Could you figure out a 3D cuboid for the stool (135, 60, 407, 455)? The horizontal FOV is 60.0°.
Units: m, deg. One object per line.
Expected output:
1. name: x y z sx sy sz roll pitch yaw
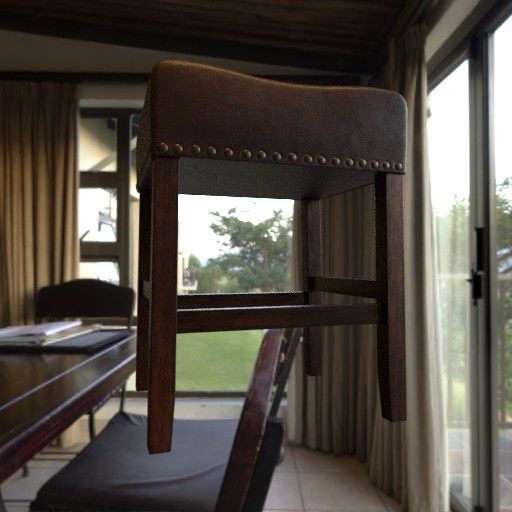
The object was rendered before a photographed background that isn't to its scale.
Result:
1. stool: 0.000 0.000 0.920 0.465 0.608 0.397 0 -1 -18
